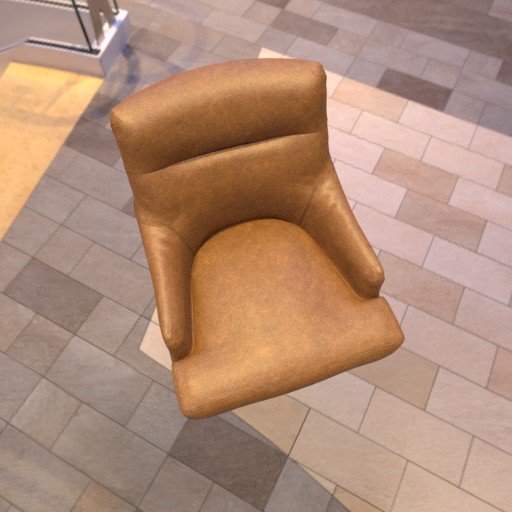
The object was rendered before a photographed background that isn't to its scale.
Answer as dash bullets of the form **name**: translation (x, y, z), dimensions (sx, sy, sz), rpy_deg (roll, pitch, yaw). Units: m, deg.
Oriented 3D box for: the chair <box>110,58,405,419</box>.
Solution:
- **chair**: translation (0.000, 0.000, 1.480), dimensions (0.729, 0.869, 0.874), rpy_deg (-16, 63, -8)
